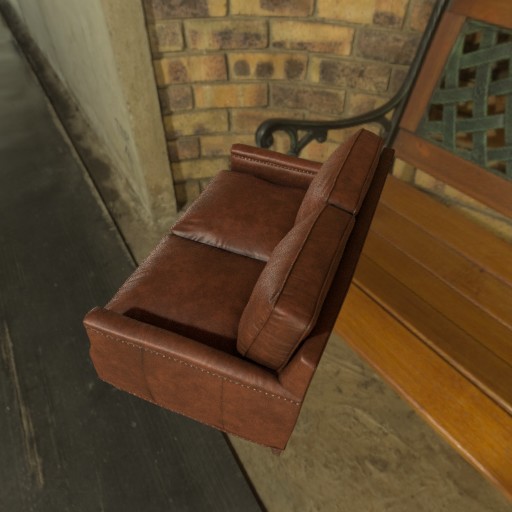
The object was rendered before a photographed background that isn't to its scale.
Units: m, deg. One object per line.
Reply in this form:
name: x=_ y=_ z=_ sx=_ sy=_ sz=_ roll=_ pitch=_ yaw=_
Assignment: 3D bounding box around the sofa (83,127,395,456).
sofa: x=0.000 y=0.000 z=2.357 sx=1.083 sy=1.003 sz=1.628 roll=16 pitch=47 yaw=16
